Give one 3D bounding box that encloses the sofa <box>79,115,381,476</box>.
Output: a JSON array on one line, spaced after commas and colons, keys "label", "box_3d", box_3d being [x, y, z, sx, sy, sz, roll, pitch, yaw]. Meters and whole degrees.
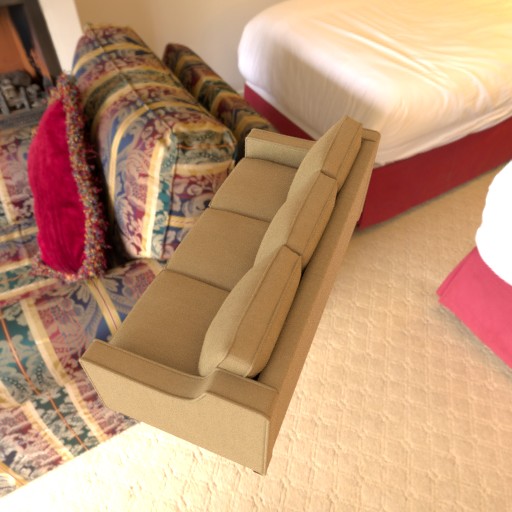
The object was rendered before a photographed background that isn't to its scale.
[{"label": "sofa", "box_3d": [0.000, 0.000, 2.549, 0.911, 0.974, 1.986, 17, 50, 15]}]
